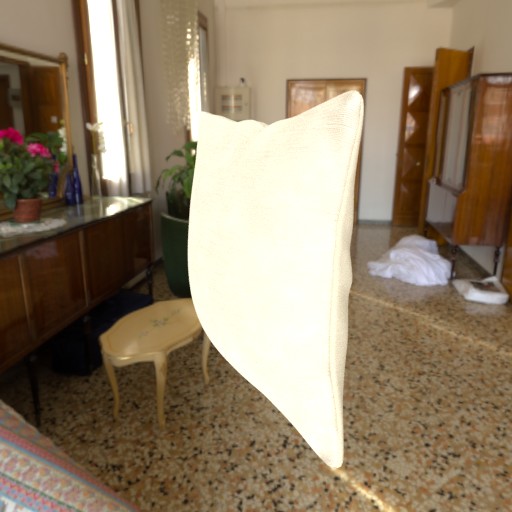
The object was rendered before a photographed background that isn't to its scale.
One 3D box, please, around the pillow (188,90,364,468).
[{"bbox_3d":[0.000,0.000,0.645,0.162,0.420,0.437,-7,17,-25],"label":"pillow"}]
